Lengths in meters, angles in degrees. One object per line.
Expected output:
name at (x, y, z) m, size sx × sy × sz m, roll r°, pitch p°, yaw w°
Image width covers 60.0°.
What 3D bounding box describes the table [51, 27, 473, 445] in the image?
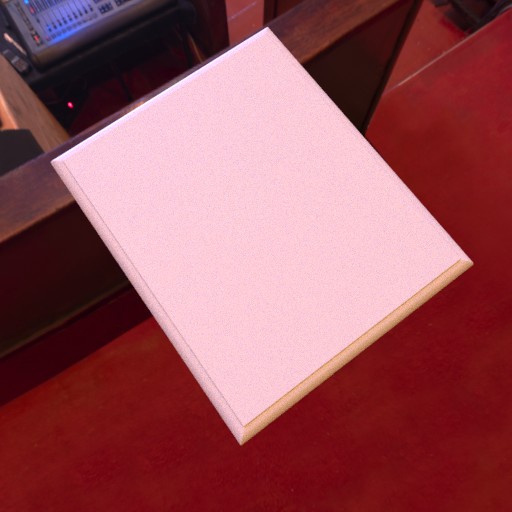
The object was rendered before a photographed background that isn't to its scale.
table at (0.000, 0.000, 0.848) m, size 0.381 × 0.531 × 0.460 m, roll -35°, pitch 79°, yaw -8°
